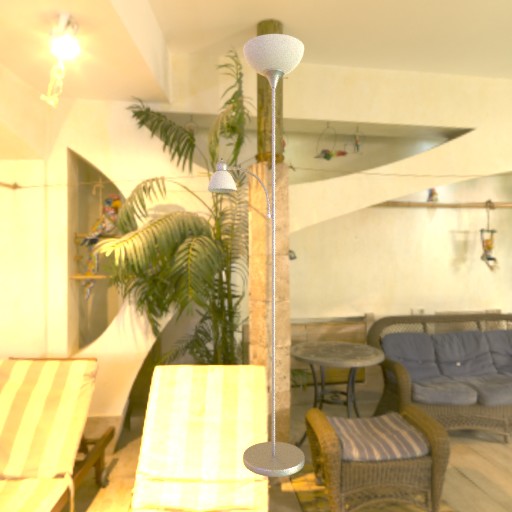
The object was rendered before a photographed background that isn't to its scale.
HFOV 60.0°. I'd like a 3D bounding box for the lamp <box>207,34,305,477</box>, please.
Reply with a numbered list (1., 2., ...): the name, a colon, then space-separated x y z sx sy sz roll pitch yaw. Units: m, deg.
1. lamp: 0.000 0.000 1.939 0.425 1.804 0.279 0 0 -1
